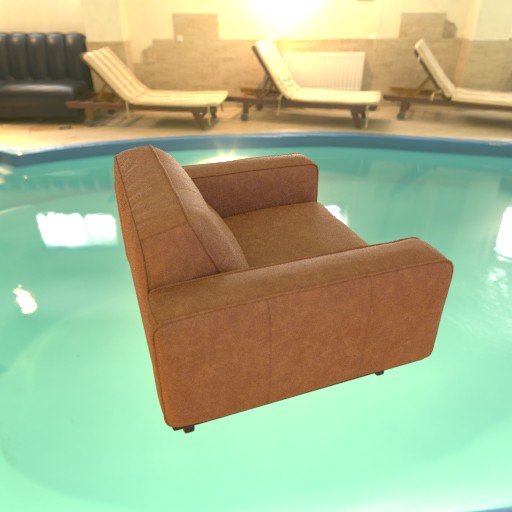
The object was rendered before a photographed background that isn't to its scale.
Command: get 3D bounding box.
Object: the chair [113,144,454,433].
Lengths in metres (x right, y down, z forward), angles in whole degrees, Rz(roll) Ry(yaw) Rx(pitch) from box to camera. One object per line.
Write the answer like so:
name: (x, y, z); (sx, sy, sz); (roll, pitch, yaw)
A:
chair: (0.000, 0.000, 1.748); (0.952, 0.782, 1.118); (-11, 33, -17)
